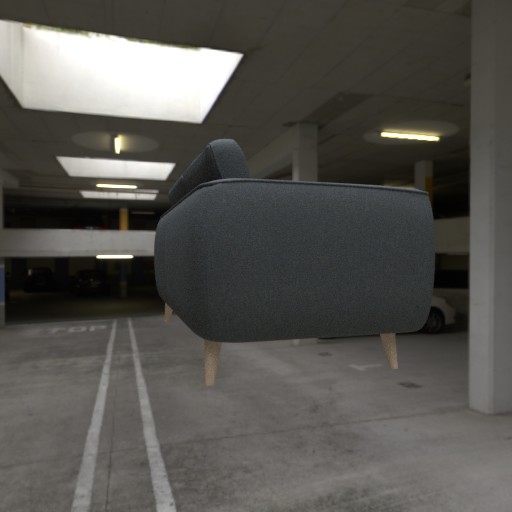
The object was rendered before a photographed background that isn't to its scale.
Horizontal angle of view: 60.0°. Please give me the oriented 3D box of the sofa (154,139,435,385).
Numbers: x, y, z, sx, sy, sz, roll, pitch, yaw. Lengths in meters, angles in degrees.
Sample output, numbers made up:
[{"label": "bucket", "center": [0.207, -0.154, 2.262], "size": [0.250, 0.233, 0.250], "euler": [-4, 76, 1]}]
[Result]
[{"label": "sofa", "center": [0.000, 0.000, 2.256], "size": [0.920, 0.850, 1.700], "euler": [0, 1, -17]}]
